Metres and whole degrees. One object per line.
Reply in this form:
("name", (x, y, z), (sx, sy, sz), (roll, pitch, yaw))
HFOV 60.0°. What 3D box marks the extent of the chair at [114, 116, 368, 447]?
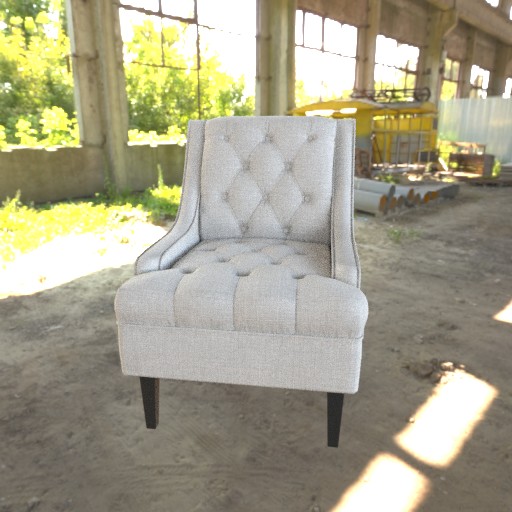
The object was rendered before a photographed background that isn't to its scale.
("chair", (0.000, 0.000, 1.433), (0.658, 0.891, 0.772), (2, 15, 8))
